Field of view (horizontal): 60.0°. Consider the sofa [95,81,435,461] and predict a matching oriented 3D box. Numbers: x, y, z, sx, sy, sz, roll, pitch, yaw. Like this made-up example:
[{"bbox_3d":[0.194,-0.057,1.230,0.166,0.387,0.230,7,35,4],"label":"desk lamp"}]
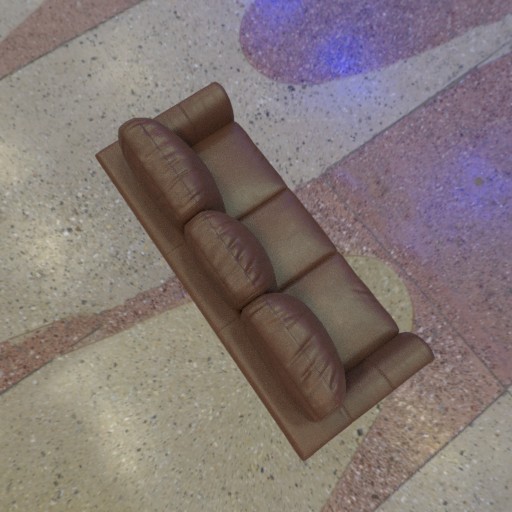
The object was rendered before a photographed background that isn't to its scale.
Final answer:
[{"bbox_3d":[0.000,0.000,2.344,0.802,0.915,1.862,-35,78,-9],"label":"sofa"}]
